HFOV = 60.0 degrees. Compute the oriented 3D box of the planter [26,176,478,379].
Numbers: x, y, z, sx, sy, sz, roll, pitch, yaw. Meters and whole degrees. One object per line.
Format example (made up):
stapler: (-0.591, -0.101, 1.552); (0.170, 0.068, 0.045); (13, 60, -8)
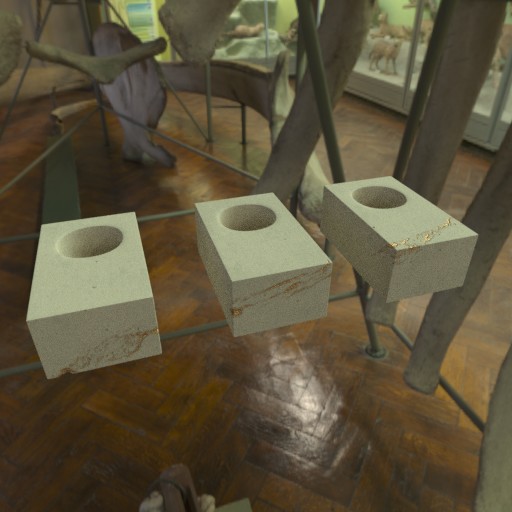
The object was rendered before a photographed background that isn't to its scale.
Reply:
planter: (0.000, 0.000, 0.375); (0.333, 0.051, 0.127); (-10, 34, -15)
